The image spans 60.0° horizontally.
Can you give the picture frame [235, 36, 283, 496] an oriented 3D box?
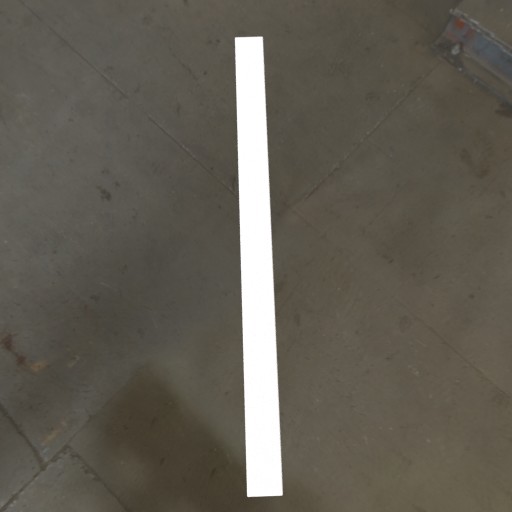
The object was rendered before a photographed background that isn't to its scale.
[{"bbox_3d":[0.000,0.000,0.837,0.050,0.250,0.759,-2,76,0],"label":"picture frame"}]
